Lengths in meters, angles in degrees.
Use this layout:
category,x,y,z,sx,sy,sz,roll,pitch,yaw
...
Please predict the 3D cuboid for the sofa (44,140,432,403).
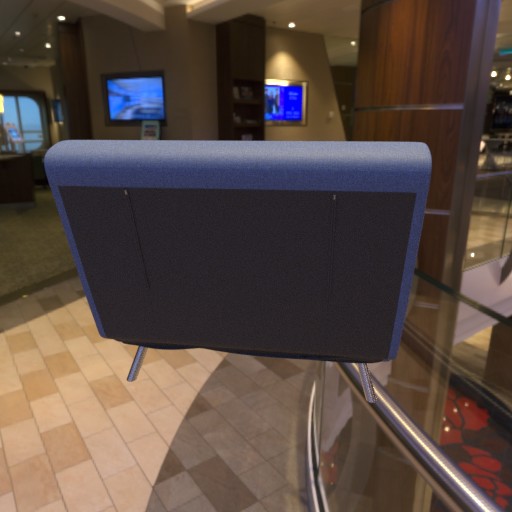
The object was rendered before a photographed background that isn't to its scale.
category,x,y,z,sx,sy,sz,roll,pitch,yaw
sofa,0.000,0.000,1.653,0.999,0.860,0.996,2,17,8
